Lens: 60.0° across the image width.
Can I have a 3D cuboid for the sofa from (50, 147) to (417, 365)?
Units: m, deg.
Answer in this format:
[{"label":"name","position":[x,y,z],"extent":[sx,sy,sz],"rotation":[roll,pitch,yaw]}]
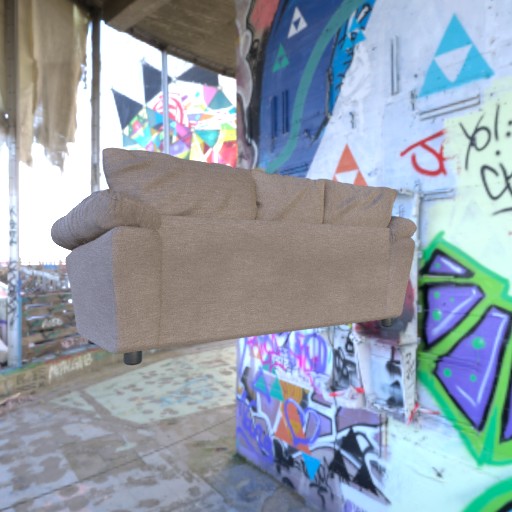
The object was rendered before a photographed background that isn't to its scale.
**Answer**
[{"label":"sofa","position":[0.000,0.000,2.923],"extent":[2.390,1.043,0.927],"rotation":[0,0,-36]}]
